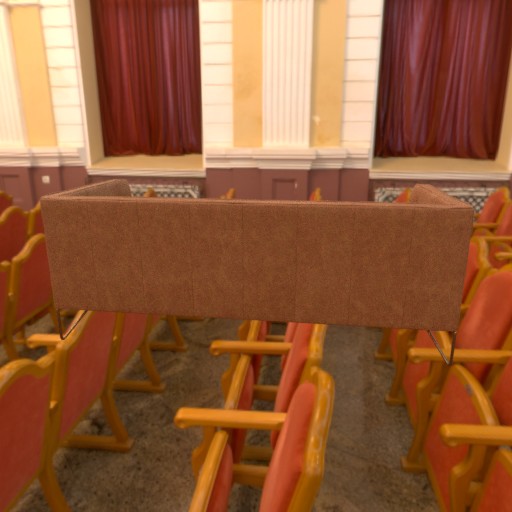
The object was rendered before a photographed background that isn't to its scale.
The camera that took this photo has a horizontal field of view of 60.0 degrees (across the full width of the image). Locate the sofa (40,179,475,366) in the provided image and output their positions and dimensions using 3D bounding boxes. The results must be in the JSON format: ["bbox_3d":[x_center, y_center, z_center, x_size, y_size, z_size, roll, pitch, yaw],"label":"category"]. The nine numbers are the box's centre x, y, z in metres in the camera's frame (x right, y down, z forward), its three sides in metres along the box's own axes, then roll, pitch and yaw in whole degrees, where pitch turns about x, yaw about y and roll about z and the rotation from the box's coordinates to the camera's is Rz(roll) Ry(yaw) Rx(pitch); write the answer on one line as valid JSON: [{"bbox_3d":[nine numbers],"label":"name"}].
[{"bbox_3d":[0.000,0.000,2.595,2.079,0.798,0.912,2,17,8],"label":"sofa"}]
